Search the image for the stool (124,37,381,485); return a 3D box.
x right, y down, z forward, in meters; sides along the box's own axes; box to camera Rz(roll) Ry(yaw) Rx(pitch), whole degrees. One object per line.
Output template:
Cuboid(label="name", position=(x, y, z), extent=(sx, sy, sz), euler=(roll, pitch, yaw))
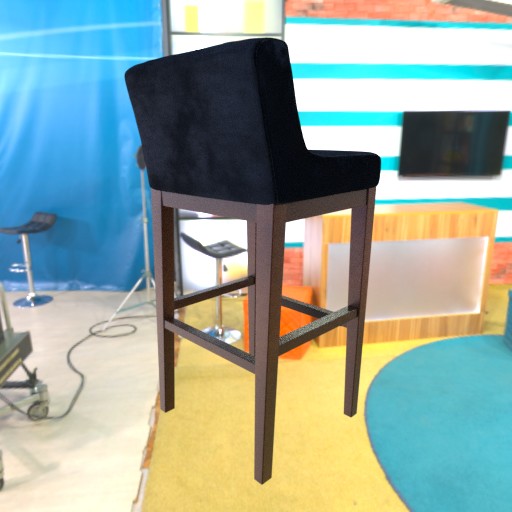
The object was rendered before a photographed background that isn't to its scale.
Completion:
Cuboid(label="stool", position=(0.000, 0.000, 1.275), extent=(0.500, 1.037, 0.511), euler=(-14, 20, -43))
